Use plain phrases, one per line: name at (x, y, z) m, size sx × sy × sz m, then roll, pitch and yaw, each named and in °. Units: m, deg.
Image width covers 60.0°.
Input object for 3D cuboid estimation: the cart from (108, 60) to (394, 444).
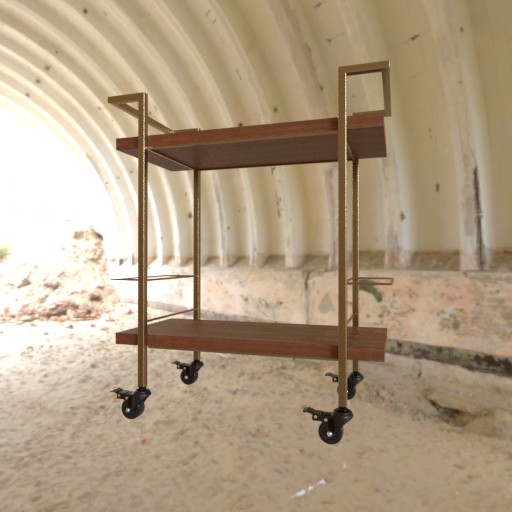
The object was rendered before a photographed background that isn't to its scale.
cart at (0.000, 0.000, 1.173) m, size 0.695 × 0.807 × 0.364 m, roll 0°, pitch 0°, yaw 18°
